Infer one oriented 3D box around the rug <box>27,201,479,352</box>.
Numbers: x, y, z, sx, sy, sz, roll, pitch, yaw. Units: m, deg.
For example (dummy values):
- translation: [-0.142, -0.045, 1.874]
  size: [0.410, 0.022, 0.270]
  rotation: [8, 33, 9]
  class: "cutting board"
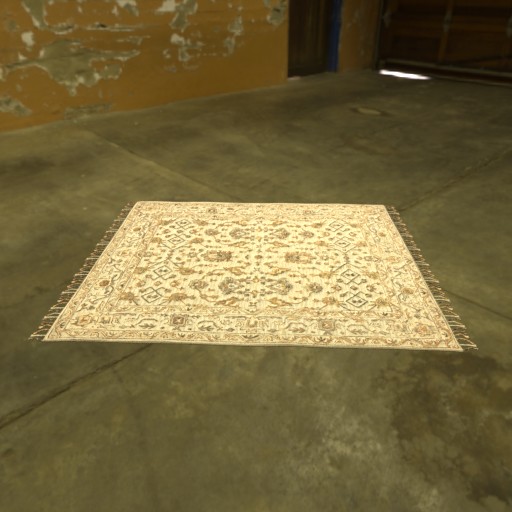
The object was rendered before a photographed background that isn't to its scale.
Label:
- translation: [0.000, 0.000, 4.027]
  size: [3.061, 0.034, 2.426]
  rotation: [1, 30, 2]
  class: "rug"
